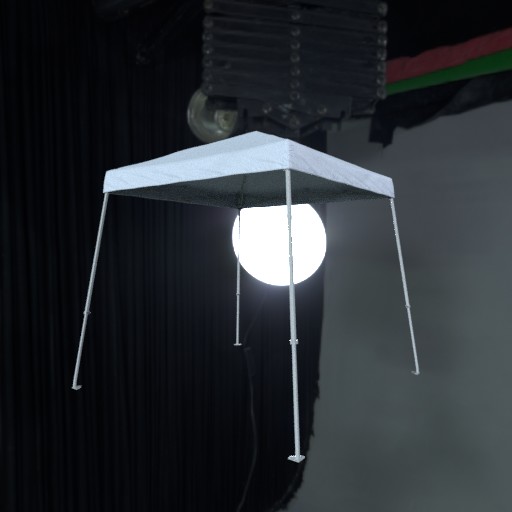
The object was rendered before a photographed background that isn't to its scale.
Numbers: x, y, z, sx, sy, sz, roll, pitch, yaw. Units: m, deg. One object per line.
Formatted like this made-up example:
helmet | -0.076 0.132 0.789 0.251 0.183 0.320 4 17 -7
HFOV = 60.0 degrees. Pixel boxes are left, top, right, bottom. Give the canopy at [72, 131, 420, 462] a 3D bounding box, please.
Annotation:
canopy | 0.000 0.000 6.417 3.600 3.600 3.599 0 1 36
